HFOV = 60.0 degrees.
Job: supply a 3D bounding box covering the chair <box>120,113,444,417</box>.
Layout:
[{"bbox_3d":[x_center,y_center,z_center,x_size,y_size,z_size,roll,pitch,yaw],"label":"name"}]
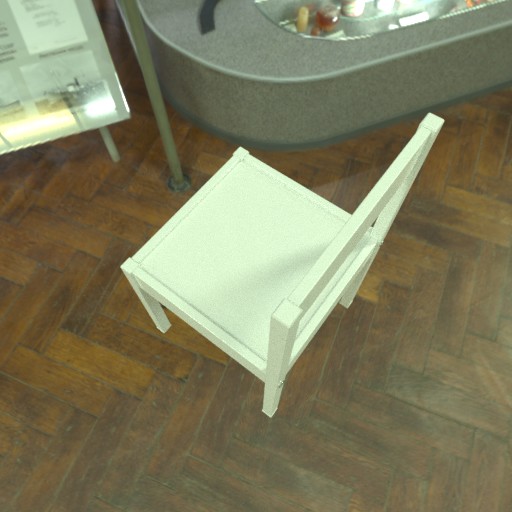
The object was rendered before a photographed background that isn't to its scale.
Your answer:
[{"bbox_3d":[0.000,0.000,0.672,0.285,0.505,0.285,34,67,16],"label":"chair"}]
